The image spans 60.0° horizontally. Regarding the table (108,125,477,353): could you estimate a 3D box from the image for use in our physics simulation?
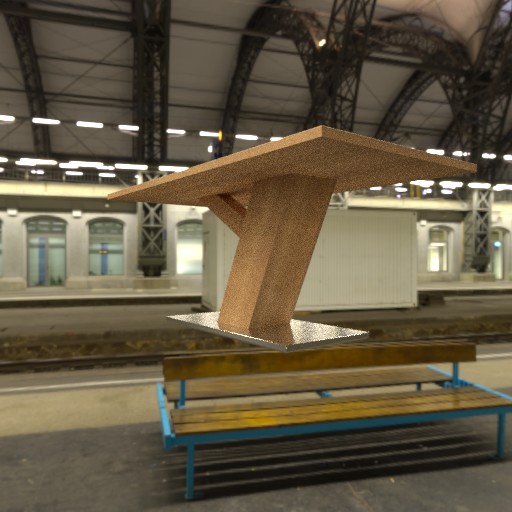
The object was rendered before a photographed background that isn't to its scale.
[{"bbox_3d":[0.000,0.000,2.258,0.900,0.750,1.800,0,0,-37],"label":"table"}]
